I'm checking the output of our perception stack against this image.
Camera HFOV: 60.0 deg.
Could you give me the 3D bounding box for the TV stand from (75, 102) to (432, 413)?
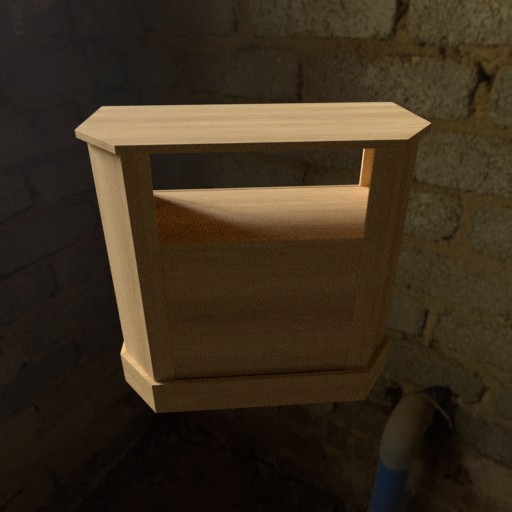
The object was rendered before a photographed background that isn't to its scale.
[{"bbox_3d":[0.000,0.000,1.302,0.851,0.781,0.425,-2,29,-4],"label":"TV stand"}]
